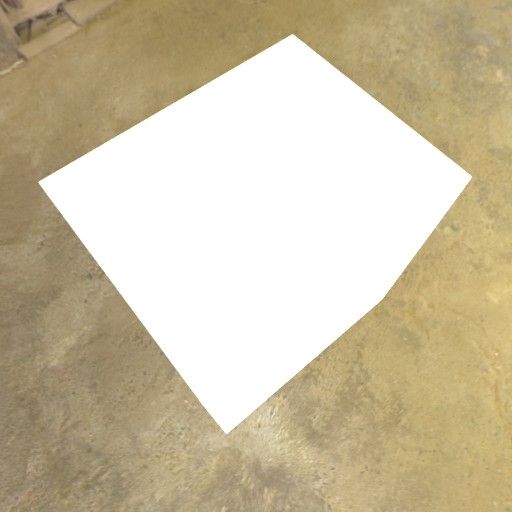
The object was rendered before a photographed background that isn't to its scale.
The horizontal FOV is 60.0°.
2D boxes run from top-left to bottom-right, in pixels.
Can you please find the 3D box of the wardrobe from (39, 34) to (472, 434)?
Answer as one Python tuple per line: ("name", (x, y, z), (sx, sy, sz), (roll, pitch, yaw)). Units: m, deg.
("wardrobe", (0.000, 0.000, 0.887), (0.500, 0.520, 0.400), (-37, 70, -16))
